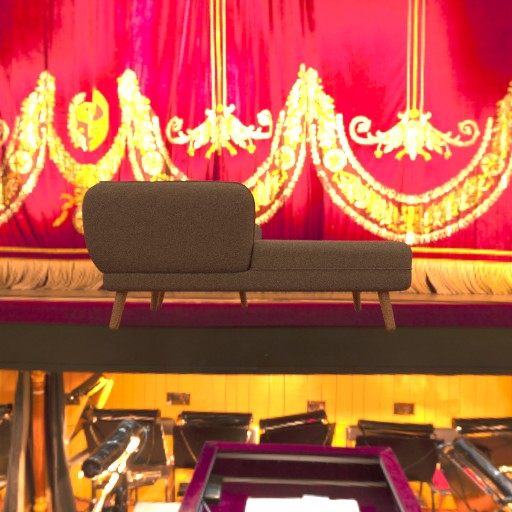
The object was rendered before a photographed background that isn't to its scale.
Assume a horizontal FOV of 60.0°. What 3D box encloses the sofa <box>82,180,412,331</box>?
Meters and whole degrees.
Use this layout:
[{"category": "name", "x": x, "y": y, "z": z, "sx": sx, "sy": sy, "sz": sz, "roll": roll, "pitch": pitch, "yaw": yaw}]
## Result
[{"category": "sofa", "x": 0.000, "y": 0.000, "z": 3.281, "sx": 1.532, "sy": 0.693, "sz": 2.653, "roll": 0, "pitch": 0, "yaw": 1}]
